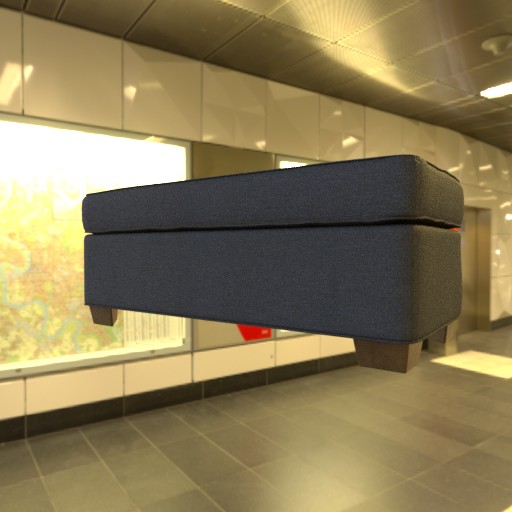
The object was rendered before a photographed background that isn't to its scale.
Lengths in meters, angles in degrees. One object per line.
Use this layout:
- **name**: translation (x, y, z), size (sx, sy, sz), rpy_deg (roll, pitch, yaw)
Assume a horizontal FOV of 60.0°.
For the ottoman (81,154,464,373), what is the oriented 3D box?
- **ottoman**: translation (0.000, 0.000, 1.364), size (1.110, 0.460, 0.515), rpy_deg (1, 1, 35)
